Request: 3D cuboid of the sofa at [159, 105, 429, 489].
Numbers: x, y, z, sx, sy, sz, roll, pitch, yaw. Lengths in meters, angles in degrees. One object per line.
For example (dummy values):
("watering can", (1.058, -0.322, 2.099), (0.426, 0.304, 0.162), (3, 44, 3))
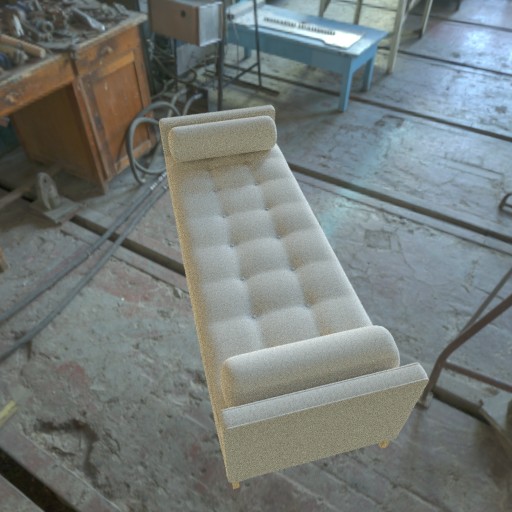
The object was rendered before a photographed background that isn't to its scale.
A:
("sofa", (0.000, 0.000, 2.312), (0.746, 0.641, 1.985), (-10, 47, -10))
